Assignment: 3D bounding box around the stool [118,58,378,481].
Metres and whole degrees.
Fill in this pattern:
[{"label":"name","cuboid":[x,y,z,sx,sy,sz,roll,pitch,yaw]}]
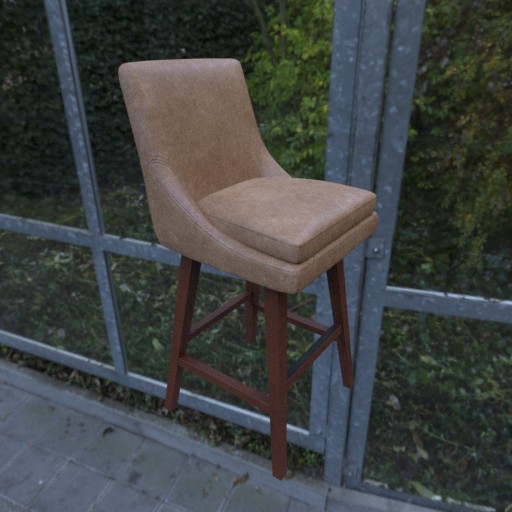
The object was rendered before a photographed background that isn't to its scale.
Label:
[{"label":"stool","cuboid":[0.000,0.000,1.341,0.572,1.079,0.487,17,31,32]}]
